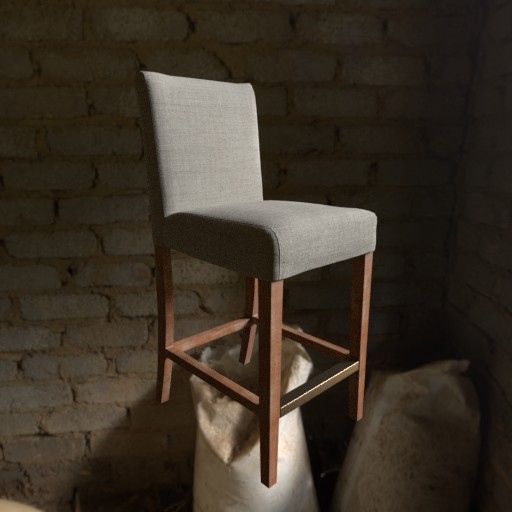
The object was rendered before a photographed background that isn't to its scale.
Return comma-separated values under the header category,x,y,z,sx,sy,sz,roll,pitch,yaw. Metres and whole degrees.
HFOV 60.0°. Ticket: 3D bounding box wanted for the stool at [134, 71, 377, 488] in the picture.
category,x,y,z,sx,sy,sz,roll,pitch,yaw
stool,0.000,0.000,1.321,0.454,1.039,0.567,-14,20,-43
